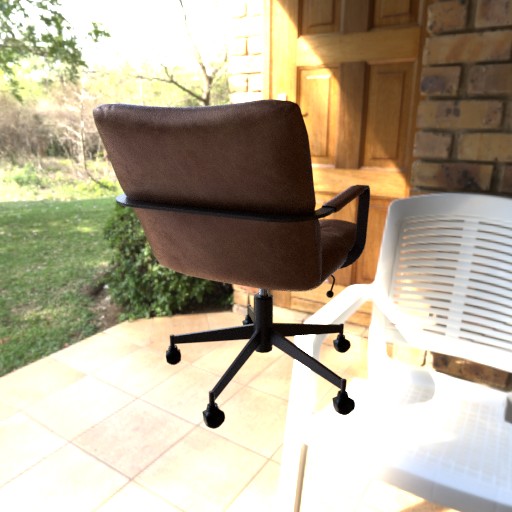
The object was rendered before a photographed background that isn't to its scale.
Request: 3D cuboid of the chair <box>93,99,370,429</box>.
[{"bbox_3d":[0.000,0.000,1.438,0.727,0.922,0.754,8,19,26],"label":"chair"}]
